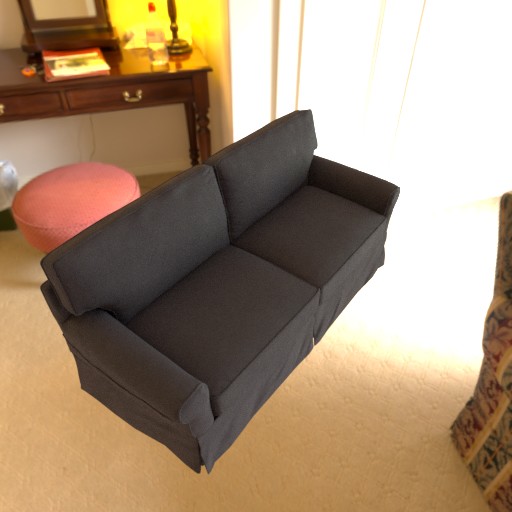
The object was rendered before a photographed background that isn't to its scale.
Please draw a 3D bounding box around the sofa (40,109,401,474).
[{"bbox_3d":[0.000,0.000,2.777,0.983,1.094,2.256,27,48,28],"label":"sofa"}]
